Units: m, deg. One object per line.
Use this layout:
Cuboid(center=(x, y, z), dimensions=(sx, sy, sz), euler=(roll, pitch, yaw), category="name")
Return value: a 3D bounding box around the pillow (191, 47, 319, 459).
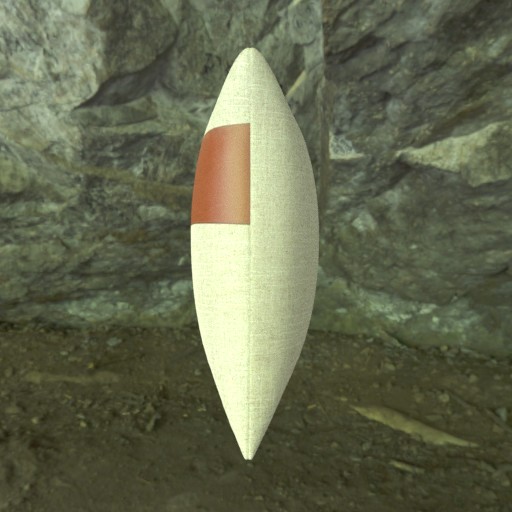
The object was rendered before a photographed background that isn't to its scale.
Cuboid(center=(0.000, 0.000, 0.628), dimensions=(0.173, 0.399, 0.414), euler=(0, 0, 2), category="pillow")
